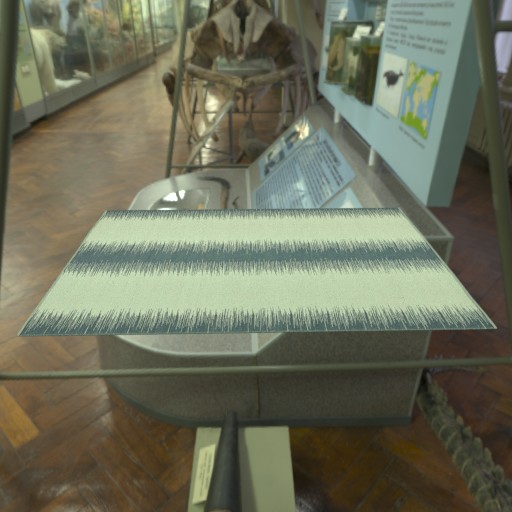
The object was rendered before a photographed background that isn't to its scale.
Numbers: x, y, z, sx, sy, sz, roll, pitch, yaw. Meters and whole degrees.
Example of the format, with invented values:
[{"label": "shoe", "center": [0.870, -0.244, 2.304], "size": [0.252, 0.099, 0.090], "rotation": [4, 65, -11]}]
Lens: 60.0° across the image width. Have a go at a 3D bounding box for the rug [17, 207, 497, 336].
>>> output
[{"label": "rug", "center": [0.000, 0.000, 2.239], "size": [1.854, 0.006, 1.234], "rotation": [-1, 28, -1]}]
